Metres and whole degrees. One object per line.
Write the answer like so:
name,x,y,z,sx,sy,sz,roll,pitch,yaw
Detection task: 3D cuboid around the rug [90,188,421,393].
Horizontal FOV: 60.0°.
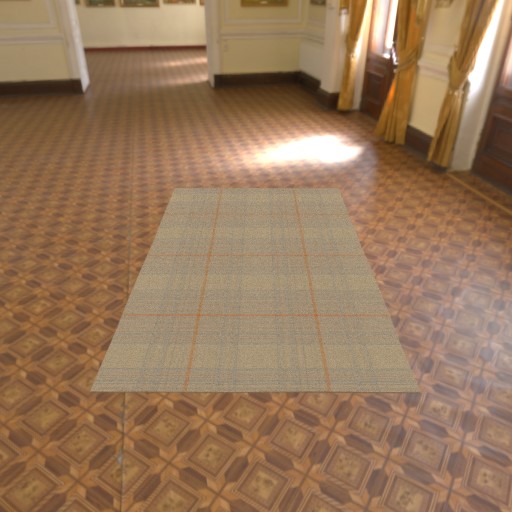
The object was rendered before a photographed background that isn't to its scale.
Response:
rug,0.000,0.000,3.087,1.527,0.016,2.442,0,31,0
